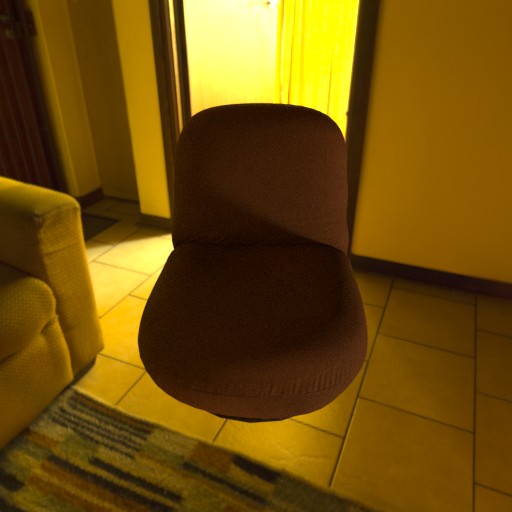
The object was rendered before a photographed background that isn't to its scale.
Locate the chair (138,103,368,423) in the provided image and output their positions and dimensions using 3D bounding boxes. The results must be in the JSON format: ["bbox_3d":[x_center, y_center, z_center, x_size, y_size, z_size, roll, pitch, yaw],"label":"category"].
[{"bbox_3d":[0.000,0.000,1.030,0.521,0.594,0.597,2,30,3],"label":"chair"}]
